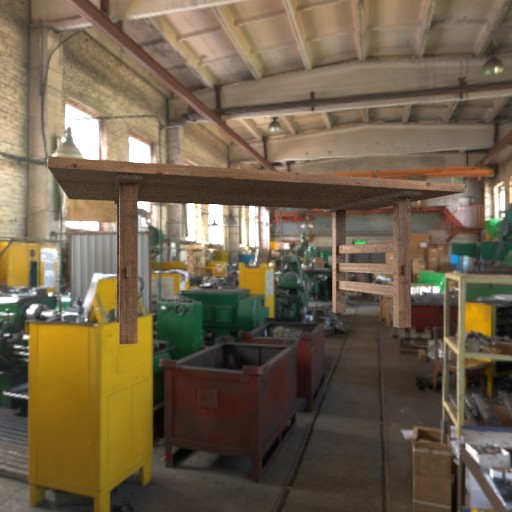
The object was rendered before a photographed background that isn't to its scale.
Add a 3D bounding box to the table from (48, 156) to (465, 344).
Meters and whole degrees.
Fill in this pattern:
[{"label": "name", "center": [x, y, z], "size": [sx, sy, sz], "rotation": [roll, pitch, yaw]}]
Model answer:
[{"label": "table", "center": [0.000, 0.000, 2.468], "size": [2.003, 0.760, 0.952], "rotation": [0, 0, -18]}]
